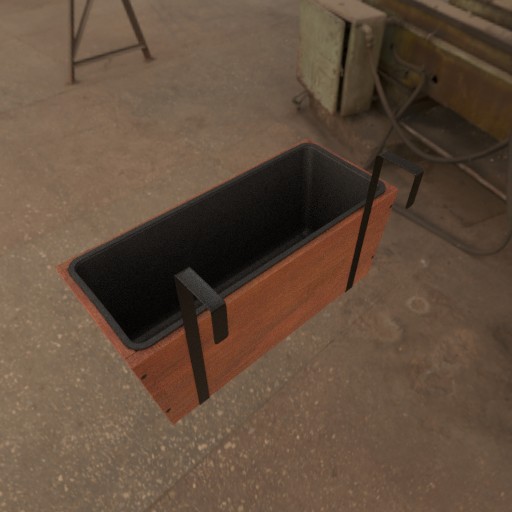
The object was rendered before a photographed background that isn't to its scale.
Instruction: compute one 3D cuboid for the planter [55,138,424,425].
[{"bbox_3d":[0.000,0.000,0.656,0.480,0.289,0.262,-32,54,-27],"label":"planter"}]
